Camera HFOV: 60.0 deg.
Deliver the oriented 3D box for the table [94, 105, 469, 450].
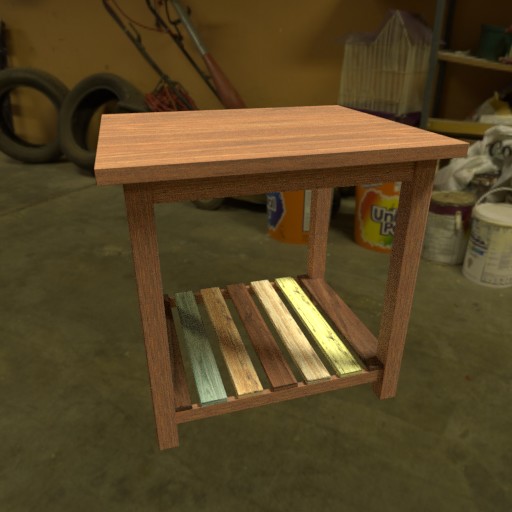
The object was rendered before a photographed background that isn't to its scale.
[{"bbox_3d":[0.000,0.000,1.117,0.660,0.635,0.559,-7,27,-15],"label":"table"}]
